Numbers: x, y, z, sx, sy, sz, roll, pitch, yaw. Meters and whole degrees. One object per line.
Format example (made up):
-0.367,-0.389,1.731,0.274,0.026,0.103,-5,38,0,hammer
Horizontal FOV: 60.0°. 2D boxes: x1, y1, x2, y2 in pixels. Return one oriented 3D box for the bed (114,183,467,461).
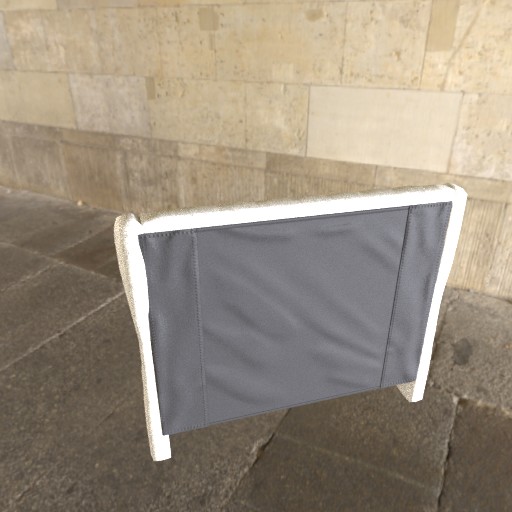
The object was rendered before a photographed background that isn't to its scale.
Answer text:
0.000,0.000,3.929,2.219,1.771,2.347,-7,27,-14,bed
